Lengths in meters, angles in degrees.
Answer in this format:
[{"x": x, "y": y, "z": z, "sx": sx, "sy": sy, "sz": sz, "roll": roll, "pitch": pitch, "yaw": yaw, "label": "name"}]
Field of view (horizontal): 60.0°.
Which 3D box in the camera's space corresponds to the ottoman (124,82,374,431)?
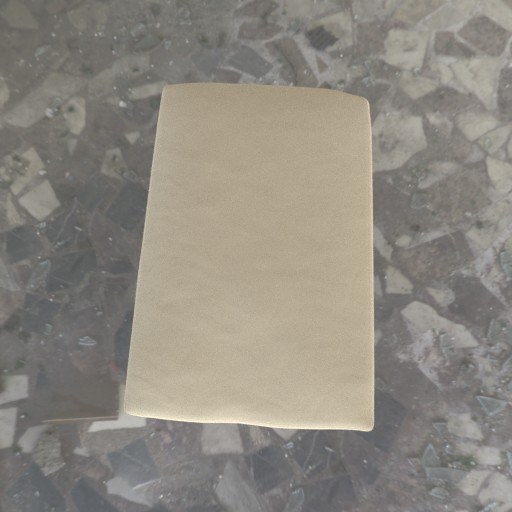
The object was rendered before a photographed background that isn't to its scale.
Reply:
[{"x": 0.000, "y": 0.000, "z": 1.238, "sx": 0.590, "sy": 0.444, "sz": 0.872, "roll": 3, "pitch": 76, "yaw": 1, "label": "ottoman"}]
